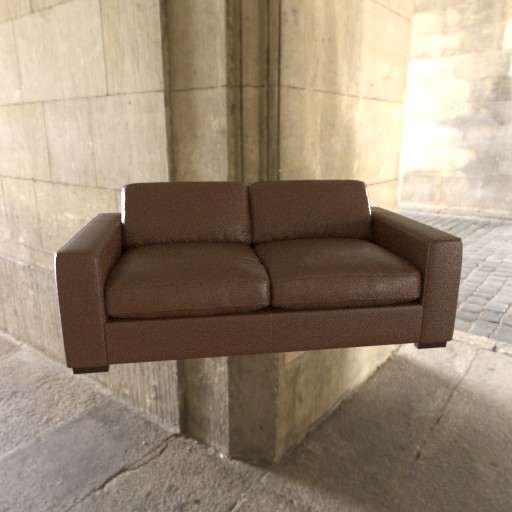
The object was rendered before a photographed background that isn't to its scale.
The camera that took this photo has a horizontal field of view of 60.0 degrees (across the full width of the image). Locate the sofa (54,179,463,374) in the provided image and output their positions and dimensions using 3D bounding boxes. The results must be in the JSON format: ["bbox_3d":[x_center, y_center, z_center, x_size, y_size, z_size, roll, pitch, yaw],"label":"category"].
[{"bbox_3d":[0.000,0.000,2.547,1.920,0.800,1.070,-2,15,-8],"label":"sofa"}]
